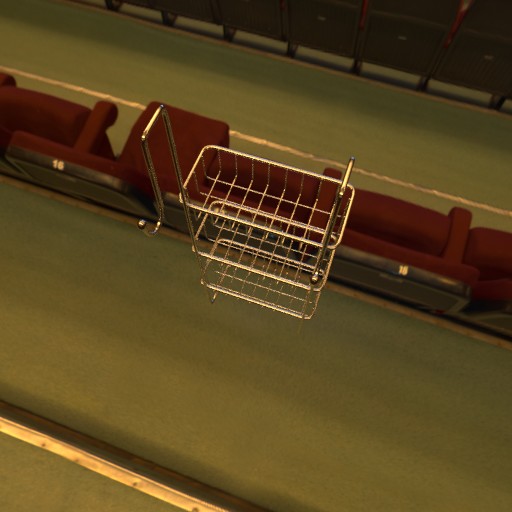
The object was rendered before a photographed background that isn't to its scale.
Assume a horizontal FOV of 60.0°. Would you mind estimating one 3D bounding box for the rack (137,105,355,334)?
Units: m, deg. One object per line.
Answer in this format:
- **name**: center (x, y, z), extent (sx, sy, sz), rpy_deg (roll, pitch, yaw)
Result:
- **rack**: center (0.000, 0.000, 0.680), extent (0.228, 0.574, 0.202), rpy_deg (18, 66, 8)
